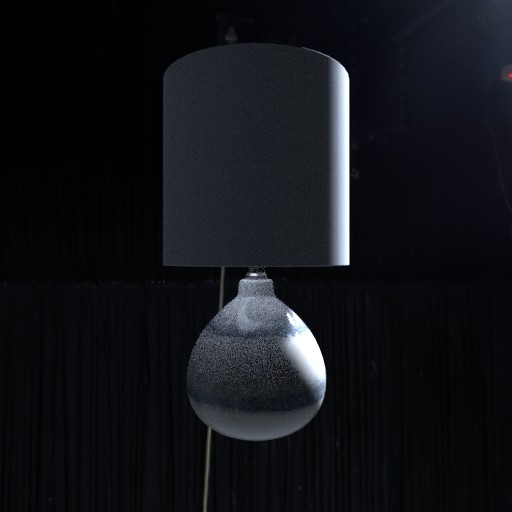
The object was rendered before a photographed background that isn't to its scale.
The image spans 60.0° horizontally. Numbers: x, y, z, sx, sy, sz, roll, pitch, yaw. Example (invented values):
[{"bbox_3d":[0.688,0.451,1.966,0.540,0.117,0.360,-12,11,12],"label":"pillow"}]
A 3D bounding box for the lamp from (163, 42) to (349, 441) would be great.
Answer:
[{"bbox_3d":[0.000,0.000,0.527,0.216,0.404,0.216,0,0,-19],"label":"lamp"}]
